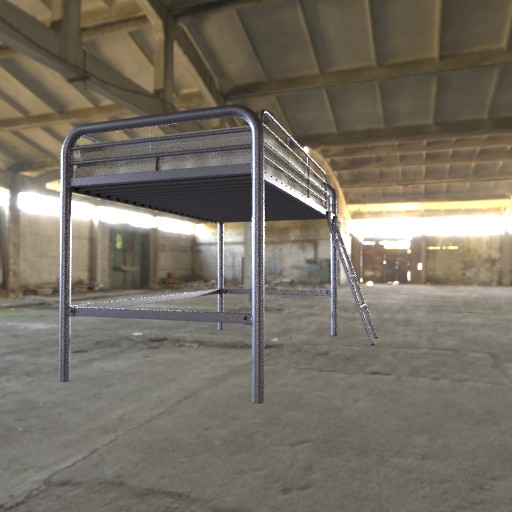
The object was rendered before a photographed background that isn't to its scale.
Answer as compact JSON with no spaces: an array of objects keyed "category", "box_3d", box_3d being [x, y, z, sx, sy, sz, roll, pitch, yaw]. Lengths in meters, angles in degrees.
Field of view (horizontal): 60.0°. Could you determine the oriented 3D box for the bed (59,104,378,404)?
[{"category":"bed","box_3d":[0.000,0.000,2.915,1.415,1.288,1.965,0,-1,20]}]
